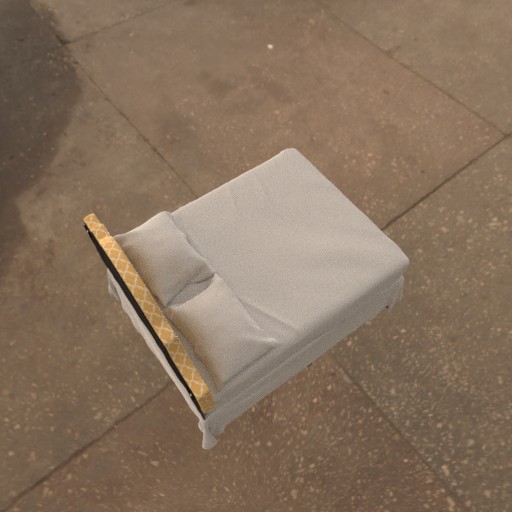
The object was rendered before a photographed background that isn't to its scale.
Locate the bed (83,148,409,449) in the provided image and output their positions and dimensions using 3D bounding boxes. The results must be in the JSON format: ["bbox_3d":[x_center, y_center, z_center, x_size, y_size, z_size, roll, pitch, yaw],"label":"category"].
[{"bbox_3d":[0.000,0.000,3.536,2.222,1.633,1.780,-32,64,-17],"label":"bed"}]
